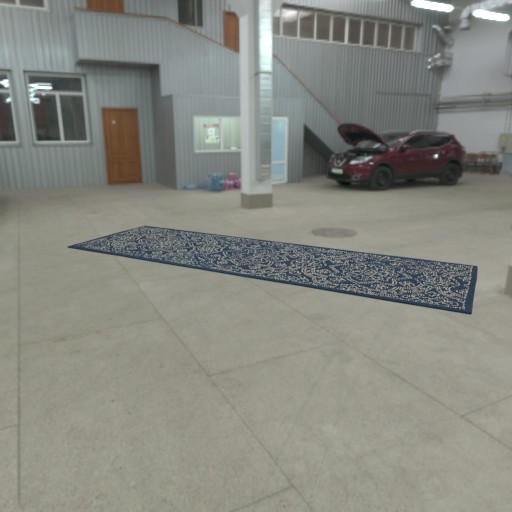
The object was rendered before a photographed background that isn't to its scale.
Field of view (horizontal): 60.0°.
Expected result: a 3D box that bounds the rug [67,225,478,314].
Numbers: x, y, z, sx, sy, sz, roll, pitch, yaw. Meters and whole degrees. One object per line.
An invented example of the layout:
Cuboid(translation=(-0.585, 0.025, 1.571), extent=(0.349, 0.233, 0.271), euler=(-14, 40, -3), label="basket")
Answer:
Cuboid(translation=(0.000, 0.000, 2.734), extent=(2.448, 0.012, 0.769), euler=(8, 18, 26), label="rug")
